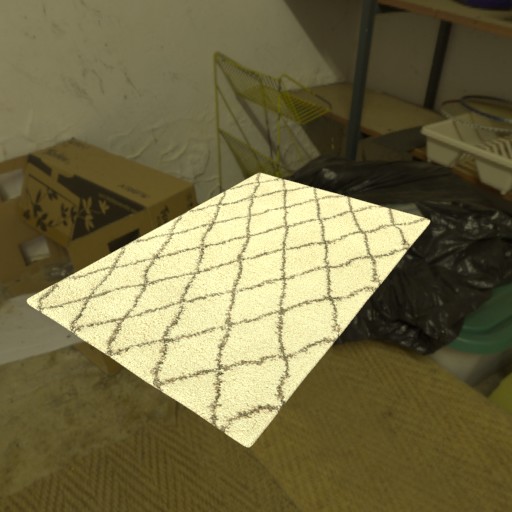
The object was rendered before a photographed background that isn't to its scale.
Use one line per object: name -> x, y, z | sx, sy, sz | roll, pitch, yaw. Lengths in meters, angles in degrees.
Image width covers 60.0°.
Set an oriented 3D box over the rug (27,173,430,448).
rug -> 0.000, 0.000, 2.257 | 1.219, 0.030, 1.778 | 21, 39, 29
